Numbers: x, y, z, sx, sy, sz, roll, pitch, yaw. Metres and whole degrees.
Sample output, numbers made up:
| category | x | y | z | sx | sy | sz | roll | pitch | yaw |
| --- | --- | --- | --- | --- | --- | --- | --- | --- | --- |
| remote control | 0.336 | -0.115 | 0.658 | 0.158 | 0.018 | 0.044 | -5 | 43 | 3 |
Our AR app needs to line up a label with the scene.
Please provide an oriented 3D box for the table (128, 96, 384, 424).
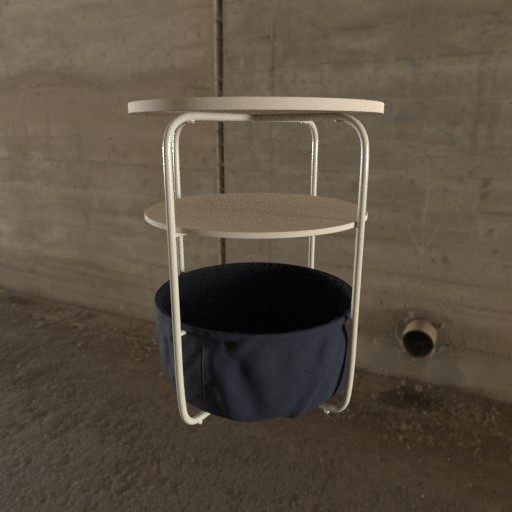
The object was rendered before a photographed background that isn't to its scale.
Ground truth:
| category | x | y | z | sx | sy | sz | roll | pitch | yaw |
| --- | --- | --- | --- | --- | --- | --- | --- | --- | --- |
| table | 0.000 | 0.000 | 0.824 | 0.418 | 0.532 | 0.418 | -2 | 16 | -7 |
